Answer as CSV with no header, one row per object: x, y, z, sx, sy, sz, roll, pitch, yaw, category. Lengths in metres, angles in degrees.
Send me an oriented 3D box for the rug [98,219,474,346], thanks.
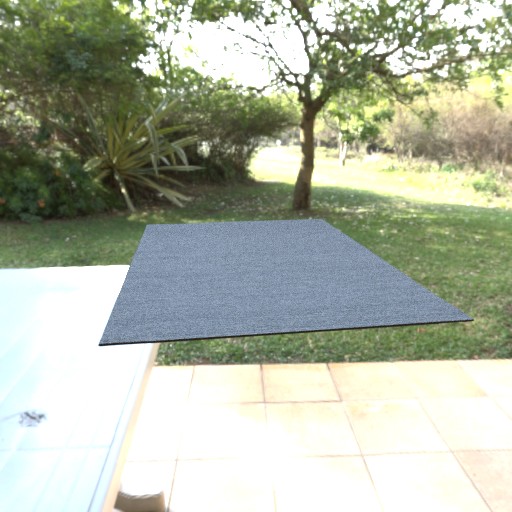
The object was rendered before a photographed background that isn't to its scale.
0.000,0.000,2.959,1.616,0.030,2.338,-2,16,-8,rug
